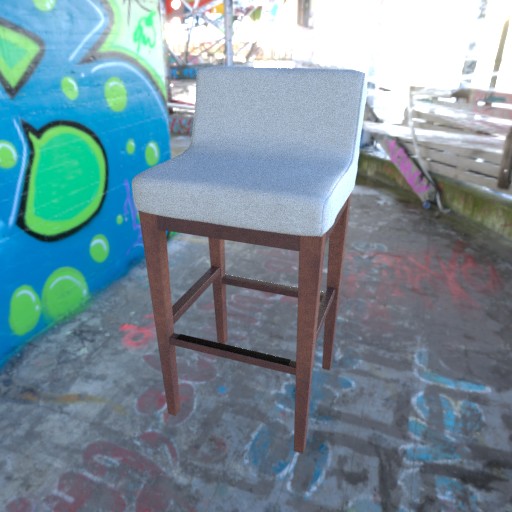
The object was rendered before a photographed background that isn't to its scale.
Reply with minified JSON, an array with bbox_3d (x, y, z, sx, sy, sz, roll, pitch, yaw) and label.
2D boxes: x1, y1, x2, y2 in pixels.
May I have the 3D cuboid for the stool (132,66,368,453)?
[{"bbox_3d":[0.000,0.000,1.350,0.511,1.037,0.500,9,28,18],"label":"stool"}]
